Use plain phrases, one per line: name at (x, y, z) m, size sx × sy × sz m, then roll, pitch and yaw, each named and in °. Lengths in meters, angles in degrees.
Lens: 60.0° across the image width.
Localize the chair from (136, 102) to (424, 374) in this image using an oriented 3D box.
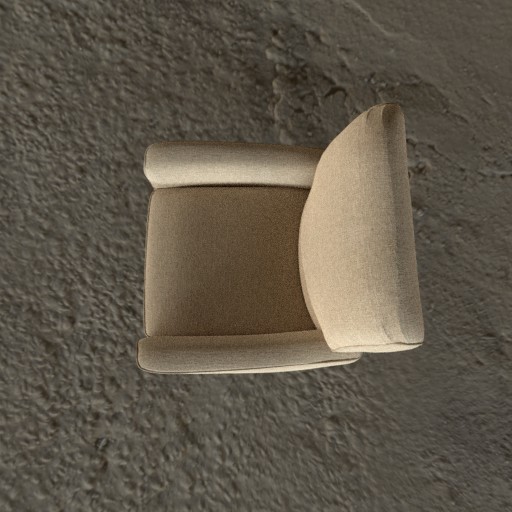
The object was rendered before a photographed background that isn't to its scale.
chair at (0.000, 0.000, 1.638) m, size 0.858 × 1.028 × 0.841 m, roll -1°, pitch 77°, yaw 0°
